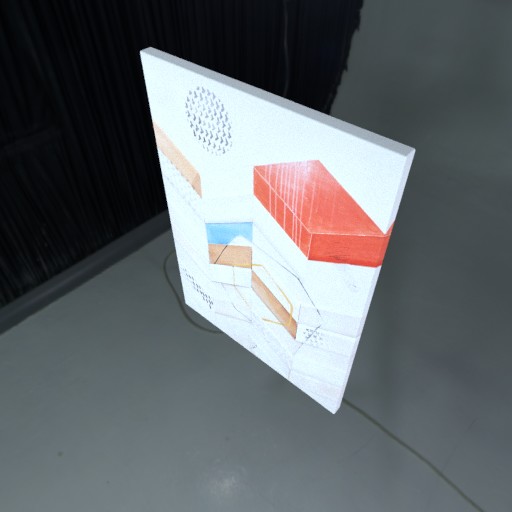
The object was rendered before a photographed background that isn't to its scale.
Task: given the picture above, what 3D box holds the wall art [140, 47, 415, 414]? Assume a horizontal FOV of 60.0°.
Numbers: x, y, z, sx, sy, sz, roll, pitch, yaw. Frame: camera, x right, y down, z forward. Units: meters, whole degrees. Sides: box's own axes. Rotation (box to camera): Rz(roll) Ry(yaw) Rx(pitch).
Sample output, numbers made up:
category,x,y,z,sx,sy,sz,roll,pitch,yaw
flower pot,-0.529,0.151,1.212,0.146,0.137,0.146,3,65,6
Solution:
category,x,y,z,sx,sy,sz,roll,pitch,yaw
wall art,0.000,0.000,1.100,0.613,0.848,0.036,32,53,27
